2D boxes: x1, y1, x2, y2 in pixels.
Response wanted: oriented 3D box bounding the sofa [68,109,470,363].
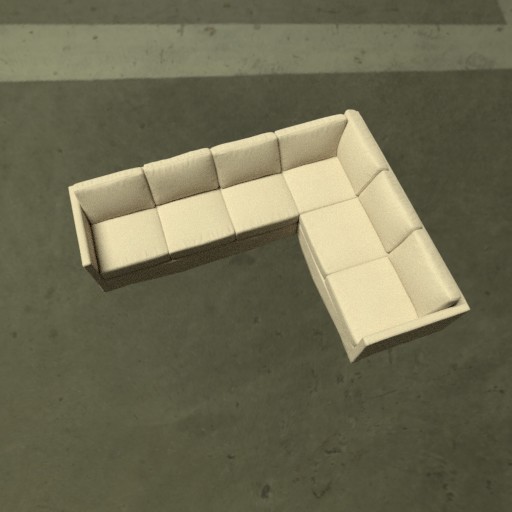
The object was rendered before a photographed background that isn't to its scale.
[{"bbox_3d":[0.000,0.000,4.384,3.182,0.871,2.432,-17,66,-8],"label":"sofa"}]
